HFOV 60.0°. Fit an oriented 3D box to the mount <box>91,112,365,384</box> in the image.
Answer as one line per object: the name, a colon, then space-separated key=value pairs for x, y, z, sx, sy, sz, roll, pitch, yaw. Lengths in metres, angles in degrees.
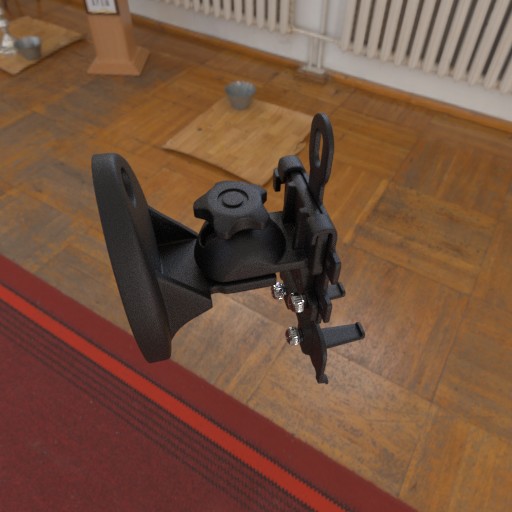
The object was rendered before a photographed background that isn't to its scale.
mount: x=0.000 y=0.000 z=0.178 sx=0.100 sy=0.118 sz=0.066 roll=-10 pitch=48 yaw=-9
